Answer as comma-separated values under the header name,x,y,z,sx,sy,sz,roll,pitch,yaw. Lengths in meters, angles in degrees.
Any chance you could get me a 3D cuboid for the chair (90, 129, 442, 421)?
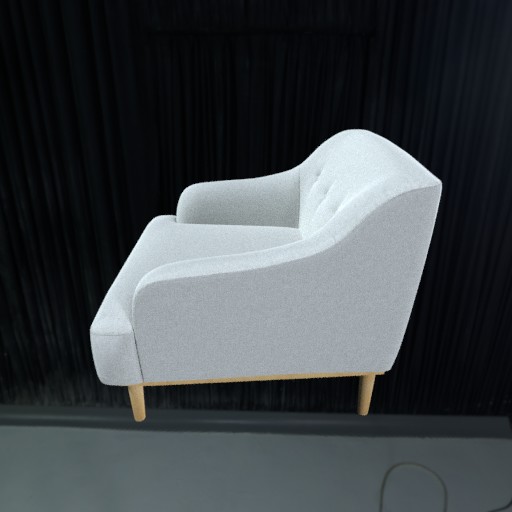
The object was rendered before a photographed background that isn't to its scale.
name,x,y,z,sx,sy,sz,roll,pitch,yaw
chair,0.000,0.000,1.626,0.951,0.818,0.946,0,25,0
